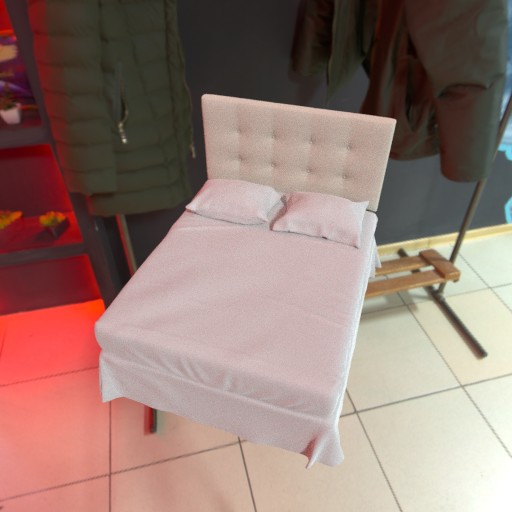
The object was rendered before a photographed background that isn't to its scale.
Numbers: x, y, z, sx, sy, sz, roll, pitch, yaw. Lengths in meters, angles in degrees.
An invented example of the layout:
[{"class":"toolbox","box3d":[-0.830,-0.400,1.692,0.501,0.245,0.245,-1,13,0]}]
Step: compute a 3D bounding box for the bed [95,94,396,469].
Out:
[{"class":"bed","box3d":[0.000,0.000,3.404,1.936,1.577,2.222,12,43,14]}]
